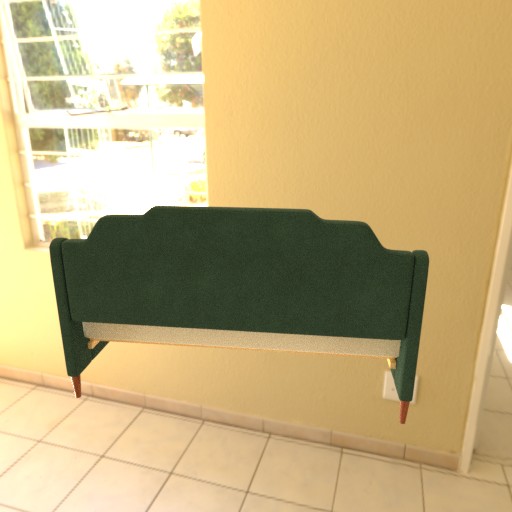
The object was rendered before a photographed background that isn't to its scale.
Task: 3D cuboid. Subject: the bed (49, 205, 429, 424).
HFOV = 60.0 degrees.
[{"bbox_3d":[0.000,0.000,3.587,2.074,1.245,2.340,2,18,7],"label":"bed"}]
